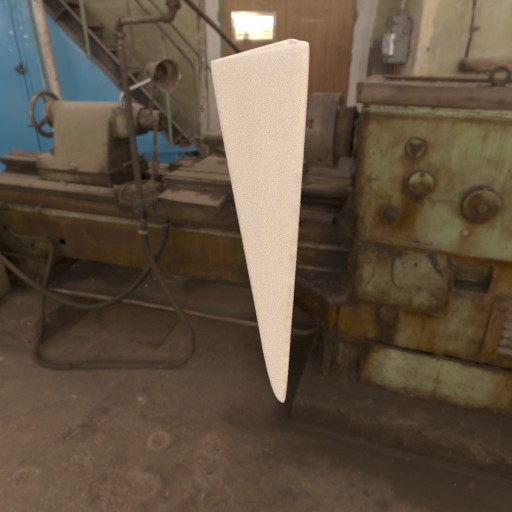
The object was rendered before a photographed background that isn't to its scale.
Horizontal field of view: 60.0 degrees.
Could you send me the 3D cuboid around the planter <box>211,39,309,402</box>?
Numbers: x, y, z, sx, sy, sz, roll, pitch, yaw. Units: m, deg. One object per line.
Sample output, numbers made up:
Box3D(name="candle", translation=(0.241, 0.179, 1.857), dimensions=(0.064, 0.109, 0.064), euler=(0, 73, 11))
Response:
Box3D(name="planter", translation=(0.000, 0.000, 0.386), dimensions=(0.065, 0.338, 0.143), euler=(0, 27, 1))
